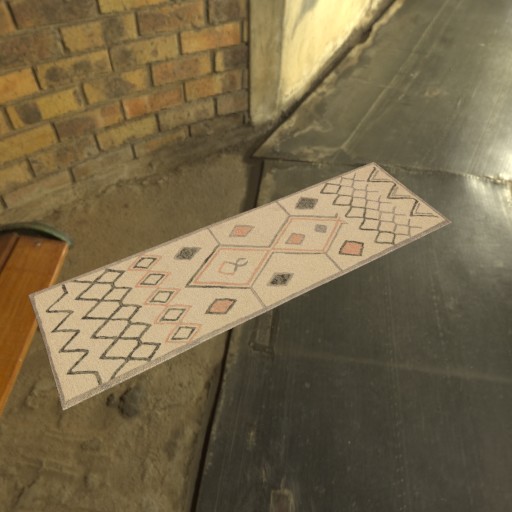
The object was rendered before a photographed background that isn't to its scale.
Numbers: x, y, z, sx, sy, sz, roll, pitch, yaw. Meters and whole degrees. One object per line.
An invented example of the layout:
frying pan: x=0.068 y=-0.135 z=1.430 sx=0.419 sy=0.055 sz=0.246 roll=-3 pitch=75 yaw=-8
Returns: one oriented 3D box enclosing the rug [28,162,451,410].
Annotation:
rug: x=0.000 y=0.000 z=2.611 sx=2.435 sy=0.011 sz=0.750 roll=-23 pitch=51 yaw=-20
